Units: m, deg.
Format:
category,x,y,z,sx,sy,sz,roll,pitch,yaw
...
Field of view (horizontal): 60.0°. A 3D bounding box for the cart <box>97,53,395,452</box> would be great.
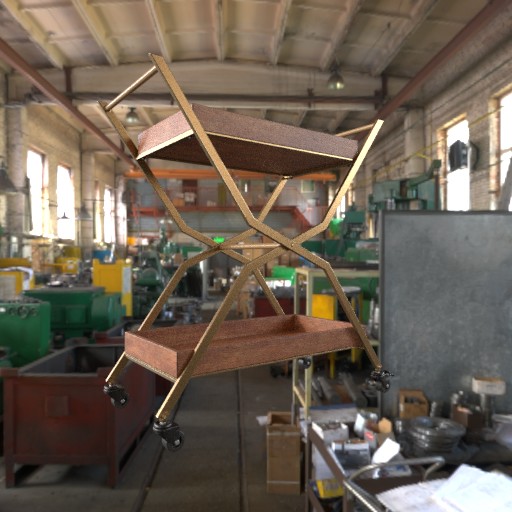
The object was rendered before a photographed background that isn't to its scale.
category,x,y,z,sx,sy,sz,roll,pitch,yaw
cart,0.000,0.000,1.345,0.836,0.869,0.405,0,0,-36
